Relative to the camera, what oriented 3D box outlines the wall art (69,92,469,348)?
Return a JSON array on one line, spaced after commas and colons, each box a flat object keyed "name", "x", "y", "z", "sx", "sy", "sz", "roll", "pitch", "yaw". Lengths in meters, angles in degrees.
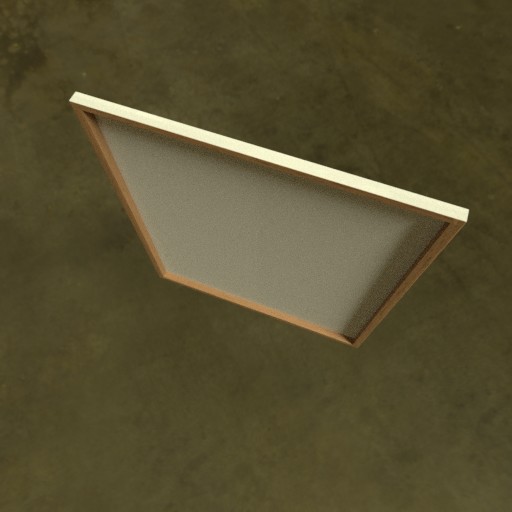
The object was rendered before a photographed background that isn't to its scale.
[{"name": "wall art", "x": 0.000, "y": 0.000, "z": 0.963, "sx": 0.609, "sy": 0.710, "sz": 0.021, "roll": 19, "pitch": 66, "yaw": 9}]
